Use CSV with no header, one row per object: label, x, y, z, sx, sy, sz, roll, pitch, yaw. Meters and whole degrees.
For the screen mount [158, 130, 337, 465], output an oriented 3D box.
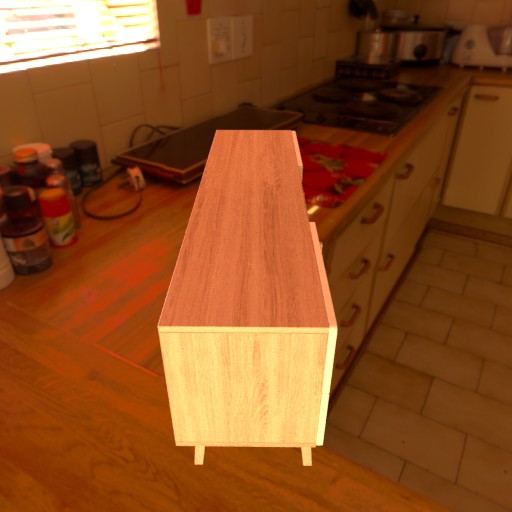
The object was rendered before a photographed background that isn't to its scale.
screen mount,0.000,0.000,1.768,0.420,0.570,1.500,0,32,1
